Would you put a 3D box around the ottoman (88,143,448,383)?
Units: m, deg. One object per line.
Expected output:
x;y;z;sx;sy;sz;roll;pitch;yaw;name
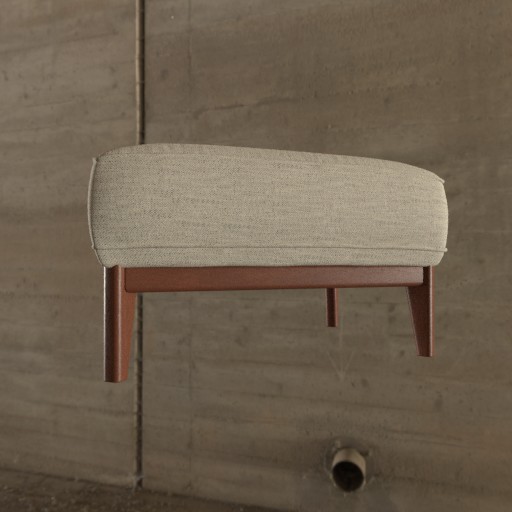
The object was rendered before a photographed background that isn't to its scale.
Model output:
0.000;0.000;1.149;0.794;0.465;0.594;0;0;-18;ottoman
